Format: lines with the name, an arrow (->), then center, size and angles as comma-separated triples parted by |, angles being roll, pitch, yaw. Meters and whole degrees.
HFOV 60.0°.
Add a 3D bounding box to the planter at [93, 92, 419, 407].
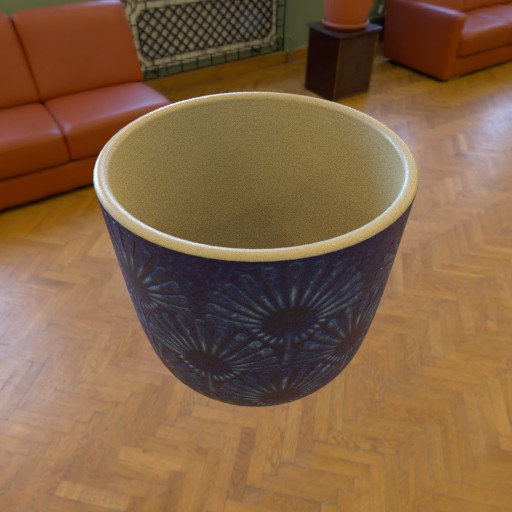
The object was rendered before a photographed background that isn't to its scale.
planter -> 0.000, 0.000, 0.210 | 0.124, 0.109, 0.124 | 0, 42, 0
